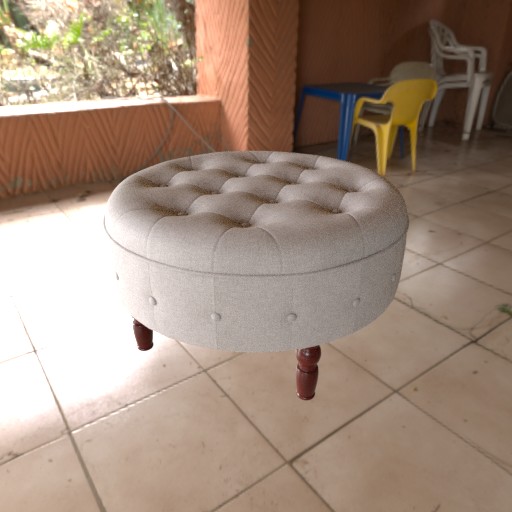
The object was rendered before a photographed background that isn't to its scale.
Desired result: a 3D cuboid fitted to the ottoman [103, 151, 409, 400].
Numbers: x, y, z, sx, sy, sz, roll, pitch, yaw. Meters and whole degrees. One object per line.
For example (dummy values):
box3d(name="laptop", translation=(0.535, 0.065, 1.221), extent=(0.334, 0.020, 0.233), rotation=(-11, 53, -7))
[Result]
box3d(name="ottoman", translation=(0.000, 0.000, 1.357), extent=(0.849, 0.478, 0.849), rotation=(0, 27, 0))
